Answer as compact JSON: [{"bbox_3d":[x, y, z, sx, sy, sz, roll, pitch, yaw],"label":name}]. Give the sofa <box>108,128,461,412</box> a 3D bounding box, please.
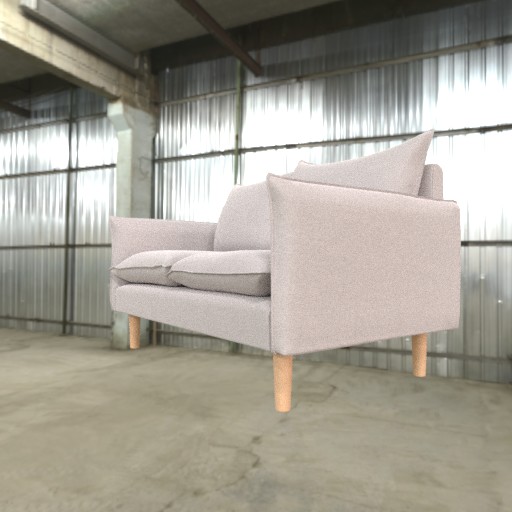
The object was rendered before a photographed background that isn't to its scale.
[{"bbox_3d":[0.000,0.000,1.790,0.820,0.840,1.300,1,-1,-36],"label":"sofa"}]
